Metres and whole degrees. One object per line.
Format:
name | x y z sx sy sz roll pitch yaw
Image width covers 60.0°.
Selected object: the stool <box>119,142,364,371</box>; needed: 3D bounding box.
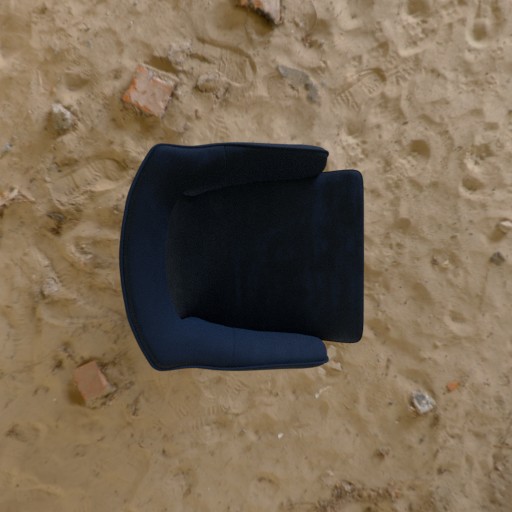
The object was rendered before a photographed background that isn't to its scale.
stool | 0.000 0.000 1.349 0.560 1.041 0.550 0 90 -2
